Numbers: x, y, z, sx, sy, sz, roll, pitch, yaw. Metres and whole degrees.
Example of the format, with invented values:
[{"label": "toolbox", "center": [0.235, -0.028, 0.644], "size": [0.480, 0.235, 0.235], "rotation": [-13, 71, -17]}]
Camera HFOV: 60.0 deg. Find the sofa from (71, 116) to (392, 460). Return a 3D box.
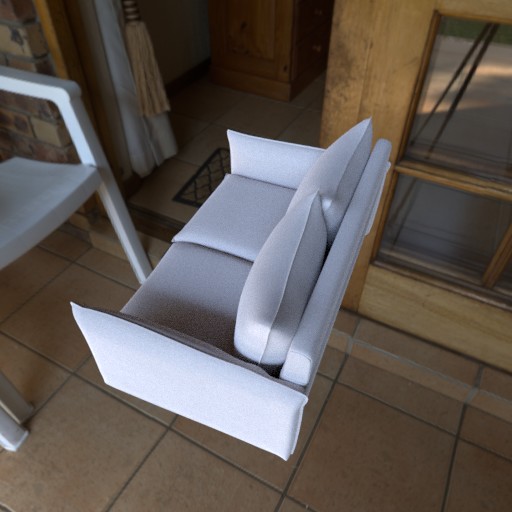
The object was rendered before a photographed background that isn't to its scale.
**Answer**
[{"label": "sofa", "center": [0.000, 0.000, 1.848], "size": [0.820, 0.840, 1.300], "rotation": [16, 47, 16]}]
